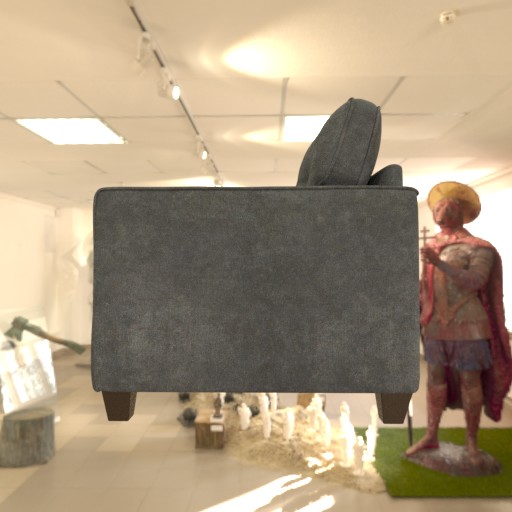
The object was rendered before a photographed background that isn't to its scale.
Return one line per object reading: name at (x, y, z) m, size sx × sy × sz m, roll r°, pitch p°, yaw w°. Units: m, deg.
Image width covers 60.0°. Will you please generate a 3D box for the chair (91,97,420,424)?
chair at (0.000, 0.000, 1.719) m, size 0.939 × 0.965 × 1.015 m, roll 0°, pitch -1°, yaw 1°
